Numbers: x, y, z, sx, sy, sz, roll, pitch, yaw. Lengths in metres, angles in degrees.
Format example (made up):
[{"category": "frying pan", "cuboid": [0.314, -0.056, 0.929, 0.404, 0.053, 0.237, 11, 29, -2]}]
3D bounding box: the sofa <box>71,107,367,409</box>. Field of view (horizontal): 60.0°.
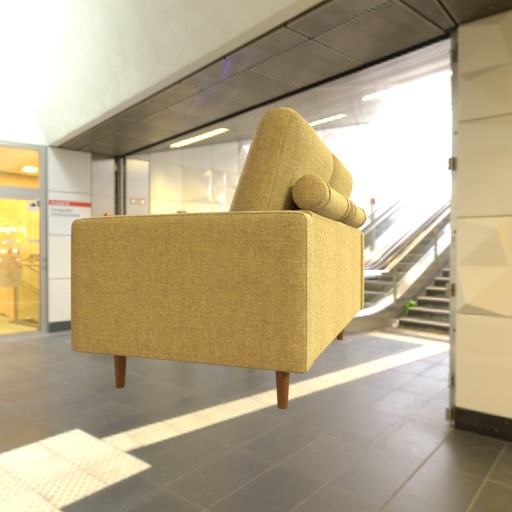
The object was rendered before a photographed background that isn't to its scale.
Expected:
[{"category": "sofa", "cuboid": [0.000, 0.000, 1.947, 0.842, 0.907, 1.407, 0, 1, 20]}]
